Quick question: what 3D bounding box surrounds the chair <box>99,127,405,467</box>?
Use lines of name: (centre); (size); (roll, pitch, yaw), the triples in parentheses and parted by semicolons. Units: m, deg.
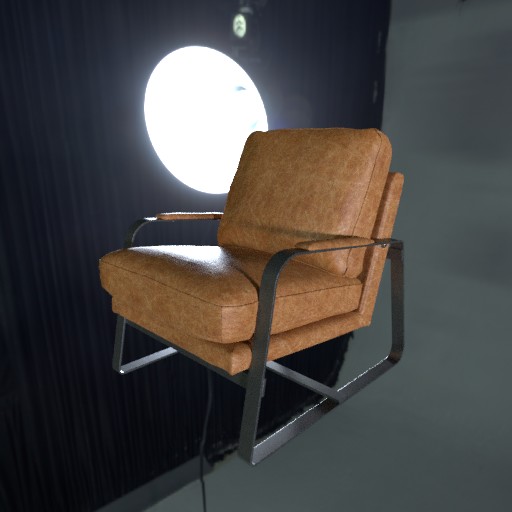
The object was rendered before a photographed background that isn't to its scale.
chair: (0.000, 0.000, 1.385); (0.651, 0.777, 0.801); (14, 20, 43)
